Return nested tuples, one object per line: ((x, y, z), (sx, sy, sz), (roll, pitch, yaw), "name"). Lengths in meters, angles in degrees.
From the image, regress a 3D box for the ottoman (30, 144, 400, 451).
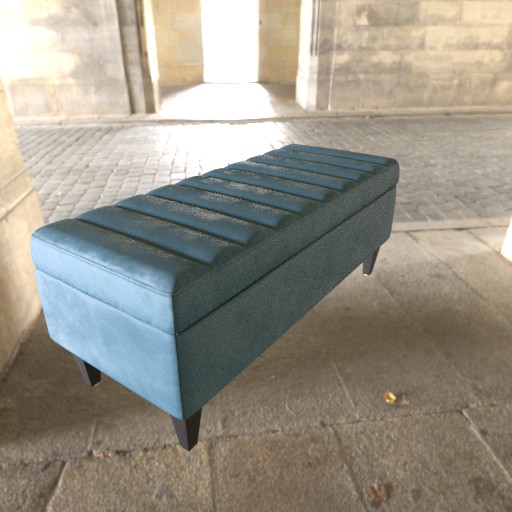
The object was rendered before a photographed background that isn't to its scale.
((0.000, 0.000, 1.388), (0.482, 0.469, 1.151), (18, 31, 32), "ottoman")
